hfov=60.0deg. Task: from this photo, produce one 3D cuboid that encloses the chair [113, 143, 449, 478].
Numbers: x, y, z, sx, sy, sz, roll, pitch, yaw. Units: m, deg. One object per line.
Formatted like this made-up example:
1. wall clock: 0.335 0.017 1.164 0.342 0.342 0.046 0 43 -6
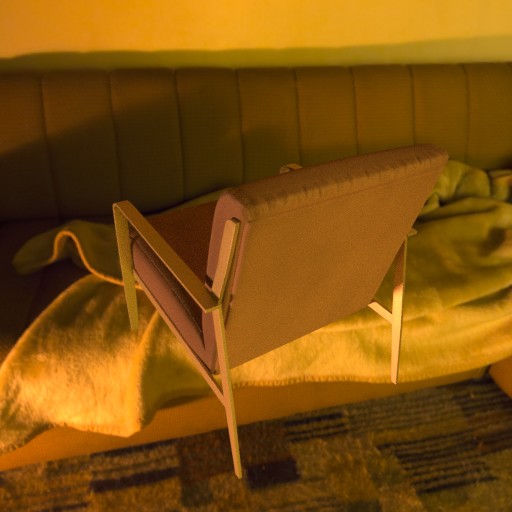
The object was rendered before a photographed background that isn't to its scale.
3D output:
1. chair: 0.000 0.000 1.441 0.701 0.823 0.848 -18 35 -29
